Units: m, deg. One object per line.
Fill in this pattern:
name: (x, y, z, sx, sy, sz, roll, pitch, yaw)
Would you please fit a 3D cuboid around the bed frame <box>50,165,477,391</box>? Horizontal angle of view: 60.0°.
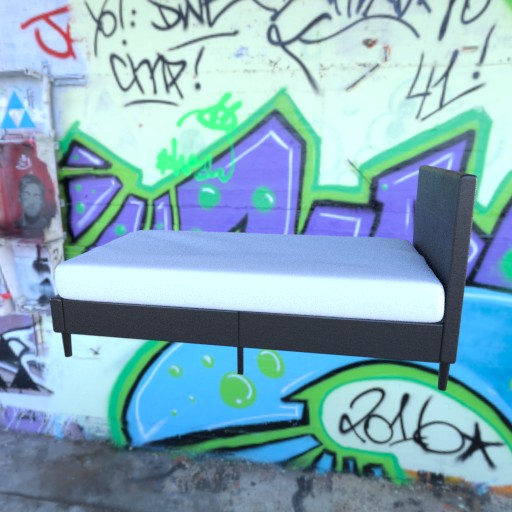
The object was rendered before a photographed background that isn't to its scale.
bed frame: (0.000, 0.000, 2.529, 2.152, 1.046, 1.038, 2, 14, 10)
